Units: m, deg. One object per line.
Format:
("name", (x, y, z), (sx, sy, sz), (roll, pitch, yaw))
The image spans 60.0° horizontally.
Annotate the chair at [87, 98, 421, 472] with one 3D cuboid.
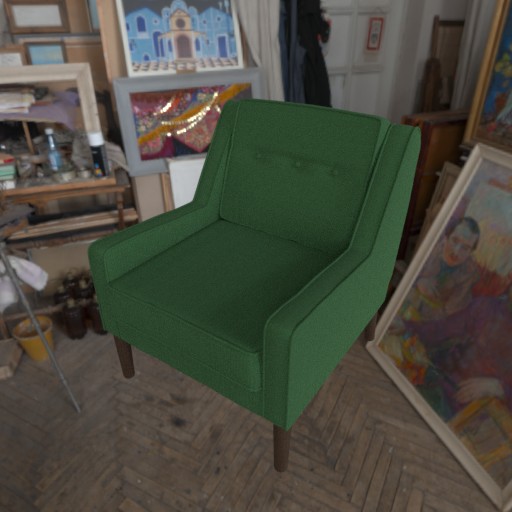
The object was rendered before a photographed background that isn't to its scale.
("chair", (0.000, 0.000, 1.330), (0.663, 0.792, 0.743), (19, 36, 29))
